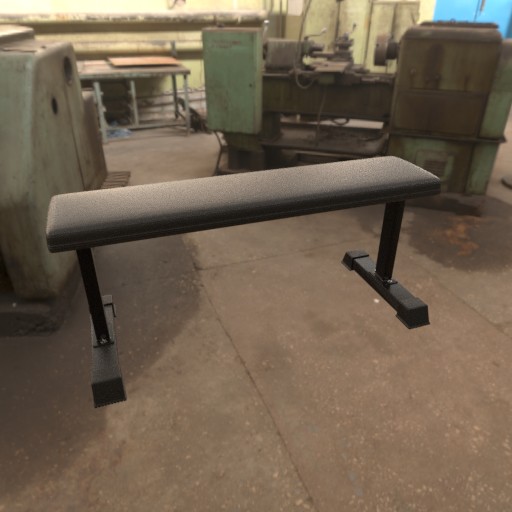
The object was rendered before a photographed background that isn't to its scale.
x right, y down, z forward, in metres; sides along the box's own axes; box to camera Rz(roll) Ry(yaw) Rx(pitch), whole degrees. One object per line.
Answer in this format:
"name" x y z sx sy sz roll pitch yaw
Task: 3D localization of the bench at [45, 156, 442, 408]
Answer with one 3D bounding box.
"bench" 0.000 0.000 1.323 1.072 0.453 0.439 -10 31 -17
